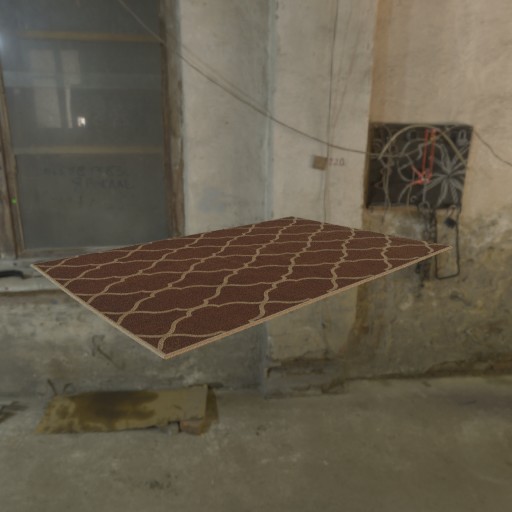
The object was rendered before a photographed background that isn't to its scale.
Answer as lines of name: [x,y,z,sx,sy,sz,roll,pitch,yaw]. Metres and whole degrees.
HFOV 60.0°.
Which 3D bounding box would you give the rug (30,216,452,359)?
rug: [0.000,0.000,2.841,2.294,0.014,1.528,-14,21,-41]
